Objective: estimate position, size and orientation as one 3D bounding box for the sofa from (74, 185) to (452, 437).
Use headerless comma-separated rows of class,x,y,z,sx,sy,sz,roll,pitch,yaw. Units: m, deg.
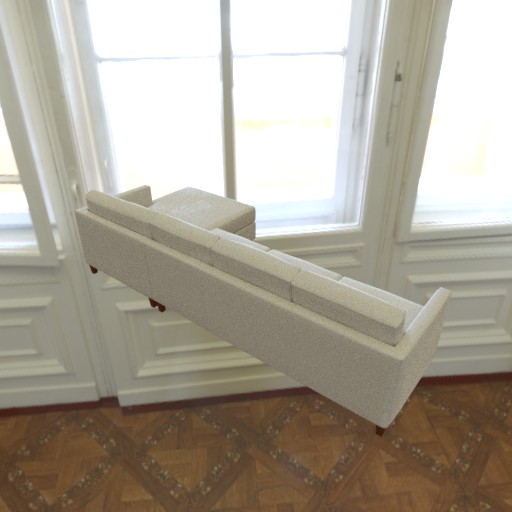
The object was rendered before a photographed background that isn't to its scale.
sofa,0.000,0.000,4.199,3.471,0.954,1.599,22,37,32
